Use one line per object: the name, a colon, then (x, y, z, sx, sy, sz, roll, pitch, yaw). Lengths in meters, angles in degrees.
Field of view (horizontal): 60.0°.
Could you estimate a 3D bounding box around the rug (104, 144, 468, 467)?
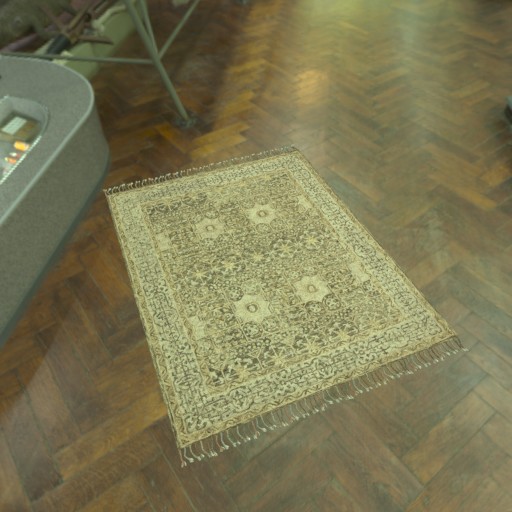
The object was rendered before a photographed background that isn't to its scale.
rug: (0.000, 0.000, 4.347, 2.431, 0.017, 3.291, -17, 49, -15)
